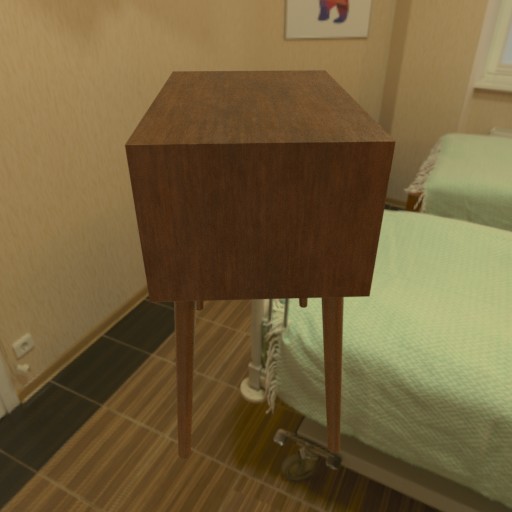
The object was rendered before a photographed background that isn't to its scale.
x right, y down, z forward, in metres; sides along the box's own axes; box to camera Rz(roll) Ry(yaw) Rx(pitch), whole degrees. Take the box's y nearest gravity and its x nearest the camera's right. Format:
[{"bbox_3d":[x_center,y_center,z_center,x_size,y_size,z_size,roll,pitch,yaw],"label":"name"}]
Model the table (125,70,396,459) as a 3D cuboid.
[{"bbox_3d":[0.000,0.000,0.838,0.307,0.580,0.454,-1,32,-2],"label":"table"}]
